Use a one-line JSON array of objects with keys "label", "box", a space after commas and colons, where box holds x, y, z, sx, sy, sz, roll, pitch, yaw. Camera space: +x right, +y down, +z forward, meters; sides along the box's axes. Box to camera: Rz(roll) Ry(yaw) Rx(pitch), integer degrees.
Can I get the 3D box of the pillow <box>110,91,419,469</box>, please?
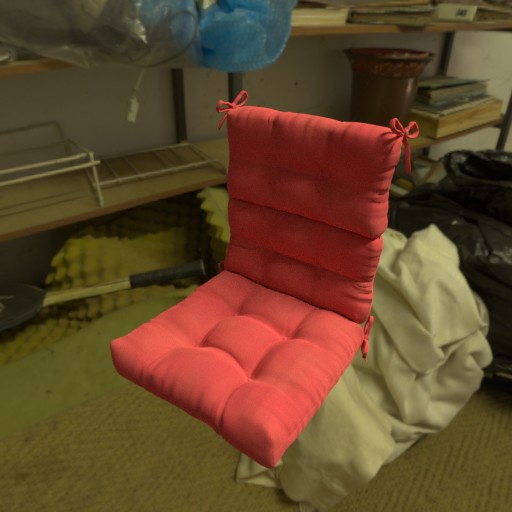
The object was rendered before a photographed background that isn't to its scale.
[{"label": "pillow", "box": [0.000, 0.000, 1.024, 0.519, 0.605, 0.571, 20, 36, 30]}]
